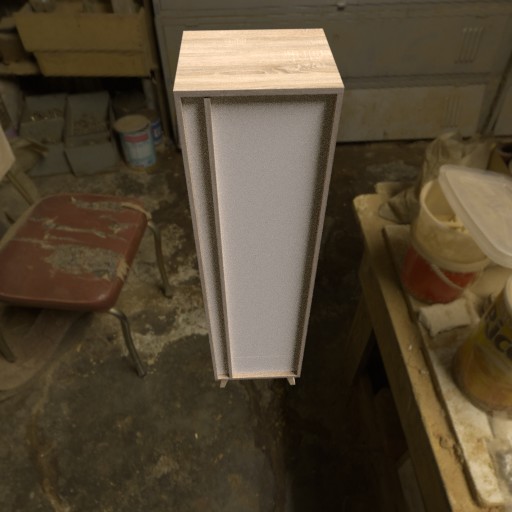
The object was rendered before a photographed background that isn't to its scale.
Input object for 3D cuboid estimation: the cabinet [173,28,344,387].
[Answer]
[{"bbox_3d":[0.000,0.000,2.193,0.510,1.960,0.450,-2,48,-2],"label":"cabinet"}]
